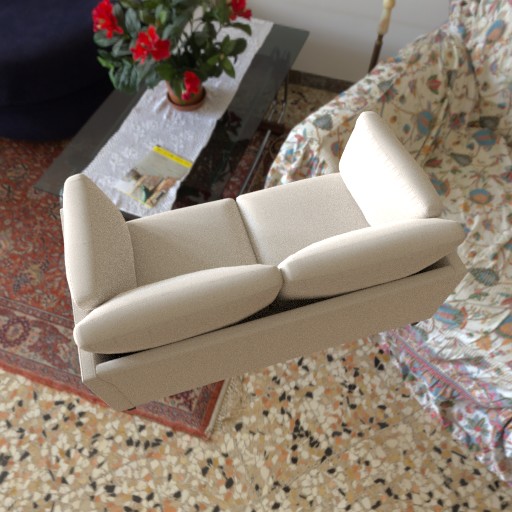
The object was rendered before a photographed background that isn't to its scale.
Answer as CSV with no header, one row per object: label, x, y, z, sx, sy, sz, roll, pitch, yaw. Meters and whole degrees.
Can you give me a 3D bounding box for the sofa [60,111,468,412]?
sofa,0.000,0.000,2.289,1.776,0.836,0.970,-14,59,-9
